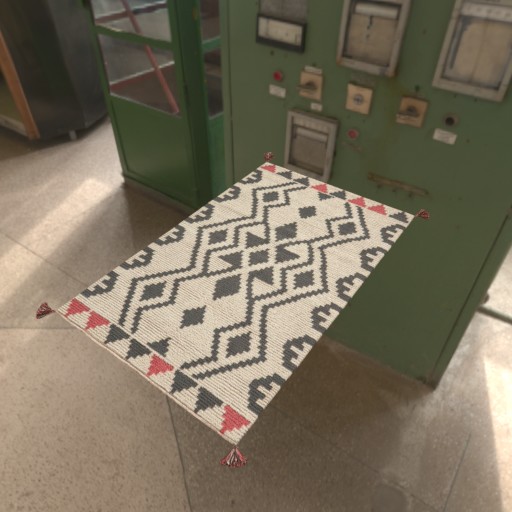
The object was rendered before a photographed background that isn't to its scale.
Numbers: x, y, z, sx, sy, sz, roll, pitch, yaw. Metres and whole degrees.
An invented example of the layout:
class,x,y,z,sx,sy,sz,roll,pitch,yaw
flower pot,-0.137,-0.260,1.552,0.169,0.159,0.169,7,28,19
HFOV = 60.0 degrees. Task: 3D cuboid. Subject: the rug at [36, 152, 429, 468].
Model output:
class,x,y,z,sx,sy,sz,roll,pitch,yaw
rug,0.000,0.000,3.313,1.741,0.066,2.672,26,48,26
